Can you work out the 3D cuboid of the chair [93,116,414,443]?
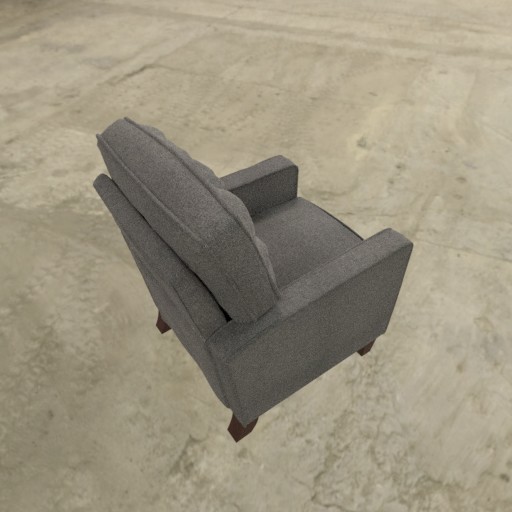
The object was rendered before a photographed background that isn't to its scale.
[{"bbox_3d":[0.000,0.000,1.432,0.775,0.889,0.650,-25,48,-25],"label":"chair"}]
